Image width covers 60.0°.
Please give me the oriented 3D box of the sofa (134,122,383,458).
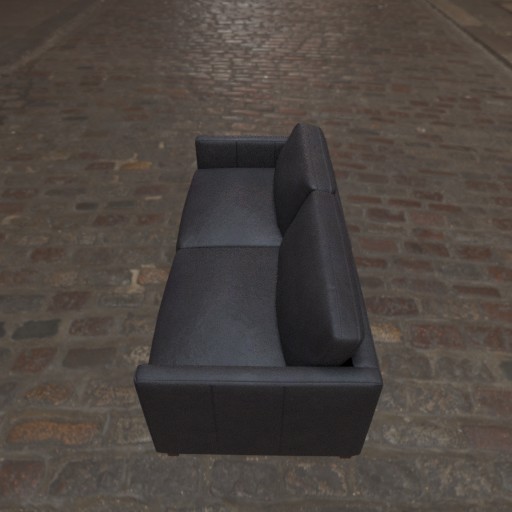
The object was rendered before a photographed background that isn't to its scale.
[{"bbox_3d":[0.000,0.000,2.443,0.933,0.863,1.971,1,41,1],"label":"sofa"}]
